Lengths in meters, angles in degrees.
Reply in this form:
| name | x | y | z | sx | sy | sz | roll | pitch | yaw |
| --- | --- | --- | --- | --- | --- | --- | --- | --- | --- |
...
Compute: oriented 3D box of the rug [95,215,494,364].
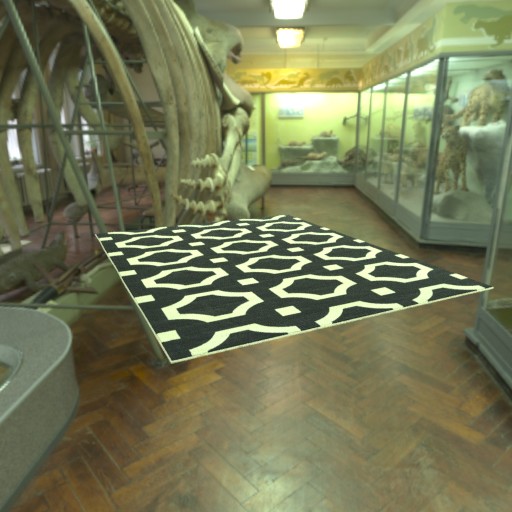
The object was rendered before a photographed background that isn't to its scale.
| name | x | y | z | sx | sy | sz | roll | pitch | yaw |
| --- | --- | --- | --- | --- | --- | --- | --- | --- | --- |
| rug | 0.000 | 0.000 | 4.100 | 2.466 | 0.021 | 3.049 | -8 | 18 | -25 |
